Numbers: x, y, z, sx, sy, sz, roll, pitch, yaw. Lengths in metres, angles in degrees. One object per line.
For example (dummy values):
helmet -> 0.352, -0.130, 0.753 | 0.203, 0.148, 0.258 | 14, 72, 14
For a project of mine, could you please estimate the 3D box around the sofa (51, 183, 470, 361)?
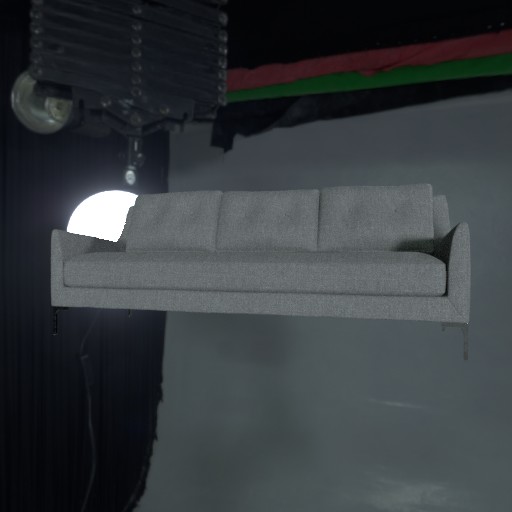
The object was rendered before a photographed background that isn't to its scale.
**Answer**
sofa -> 0.000, 0.000, 2.455 | 2.060, 0.837, 0.849 | 0, 0, 16
